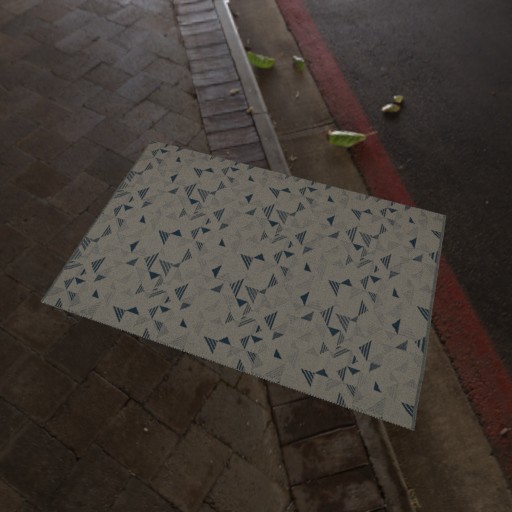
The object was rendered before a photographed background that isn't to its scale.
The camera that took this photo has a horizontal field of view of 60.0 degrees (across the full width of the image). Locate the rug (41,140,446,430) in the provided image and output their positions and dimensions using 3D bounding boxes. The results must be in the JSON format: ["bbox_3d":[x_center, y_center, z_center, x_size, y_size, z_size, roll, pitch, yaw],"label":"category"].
[{"bbox_3d":[0.000,0.000,2.328,1.835,0.003,1.206,16,59,10],"label":"rug"}]
